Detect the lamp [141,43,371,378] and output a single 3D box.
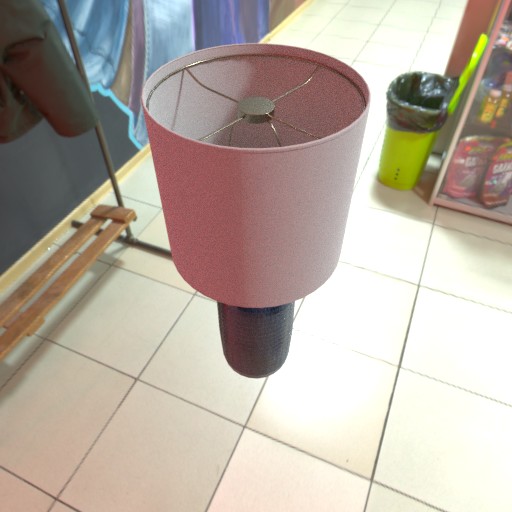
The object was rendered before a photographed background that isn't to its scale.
[{"bbox_3d":[0.000,0.000,0.602,0.220,0.475,0.220,-26,51,-23],"label":"lamp"}]
